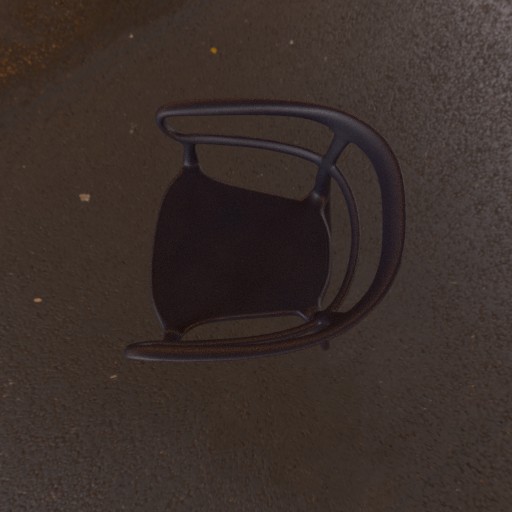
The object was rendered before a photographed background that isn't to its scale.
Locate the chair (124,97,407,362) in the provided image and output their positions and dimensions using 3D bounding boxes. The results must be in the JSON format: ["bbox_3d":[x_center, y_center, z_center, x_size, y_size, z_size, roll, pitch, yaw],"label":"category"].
[{"bbox_3d":[0.000,0.000,1.142,0.527,0.761,0.559,3,76,1],"label":"chair"}]
